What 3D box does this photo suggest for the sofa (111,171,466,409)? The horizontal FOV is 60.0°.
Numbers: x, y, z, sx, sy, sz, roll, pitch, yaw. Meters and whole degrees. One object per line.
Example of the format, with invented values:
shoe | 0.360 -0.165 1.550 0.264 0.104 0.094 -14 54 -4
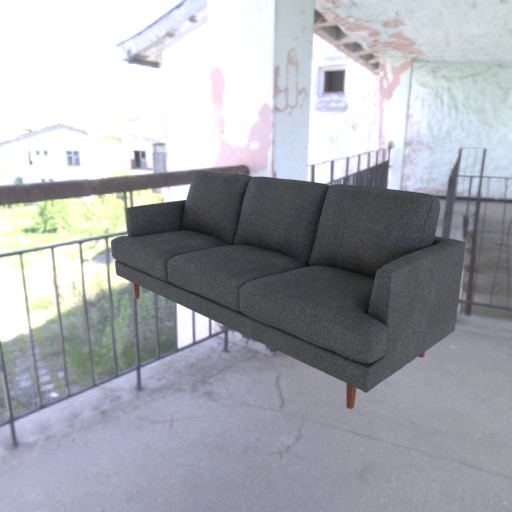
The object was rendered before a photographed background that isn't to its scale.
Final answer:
sofa | 0.000 0.000 2.807 0.903 0.930 2.246 -14 21 -42
